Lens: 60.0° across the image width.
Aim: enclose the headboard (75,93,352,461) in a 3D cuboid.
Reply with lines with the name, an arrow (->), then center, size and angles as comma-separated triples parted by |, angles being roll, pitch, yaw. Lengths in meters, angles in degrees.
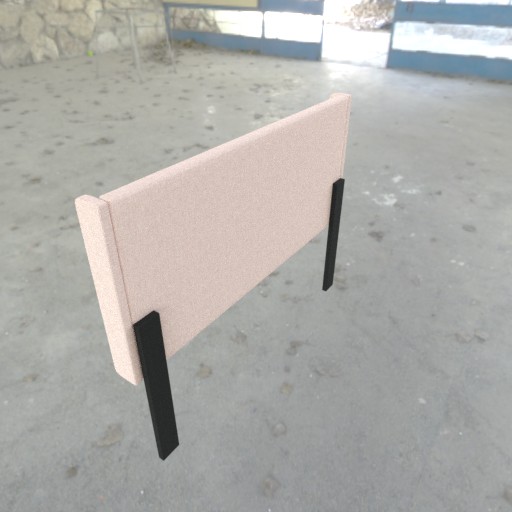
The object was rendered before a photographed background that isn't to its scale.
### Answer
headboard -> 0.000, 0.000, 2.684 | 0.184, 1.524, 2.051 | 21, 38, 29
